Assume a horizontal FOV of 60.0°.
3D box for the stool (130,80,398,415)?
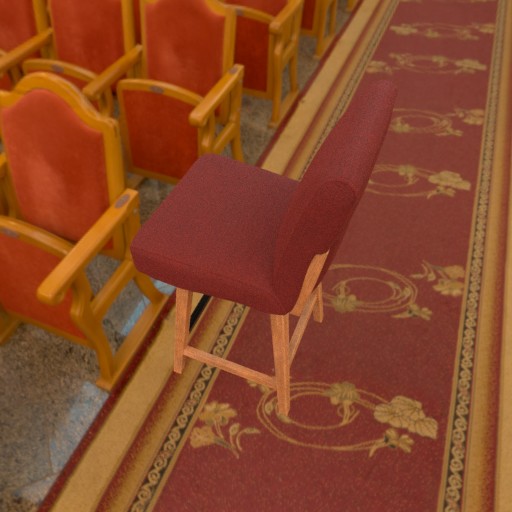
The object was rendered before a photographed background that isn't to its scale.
[{"bbox_3d":[0.000,0.000,1.342,0.562,1.038,0.468,17,51,15],"label":"stool"}]
